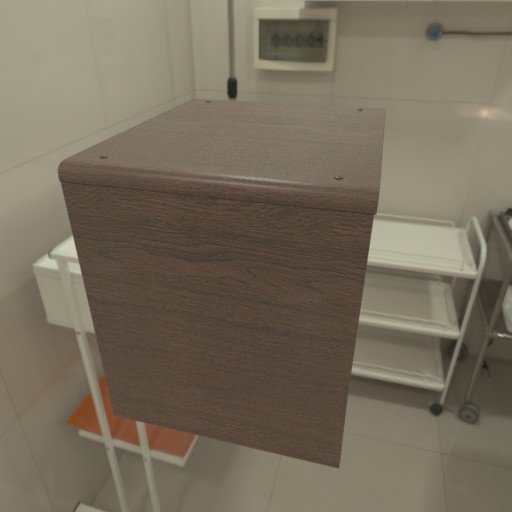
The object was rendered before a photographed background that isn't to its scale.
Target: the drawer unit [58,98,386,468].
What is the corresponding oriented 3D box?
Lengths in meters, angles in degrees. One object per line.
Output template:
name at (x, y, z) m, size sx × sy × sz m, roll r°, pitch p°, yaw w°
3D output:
drawer unit at (0.000, 0.000, 0.603) m, size 0.290 × 0.344 × 0.344 m, roll 8°, pitch 30°, yaw 13°
